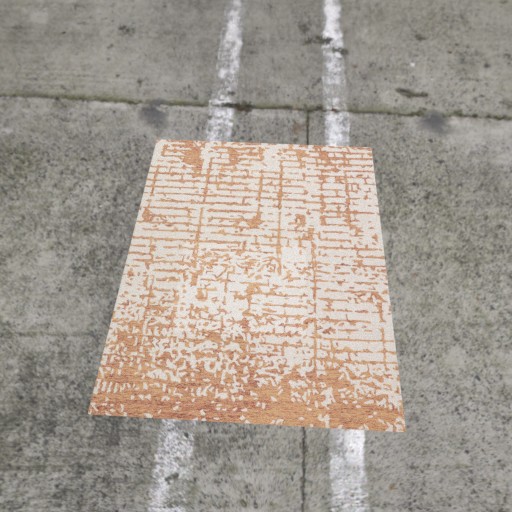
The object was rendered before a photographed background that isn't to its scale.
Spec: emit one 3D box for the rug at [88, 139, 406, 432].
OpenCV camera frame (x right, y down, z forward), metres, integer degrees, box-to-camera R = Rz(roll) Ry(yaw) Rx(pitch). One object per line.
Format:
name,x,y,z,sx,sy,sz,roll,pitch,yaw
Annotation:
rug,0.000,0.000,4.216,2.441,0.011,3.050,3,57,2
